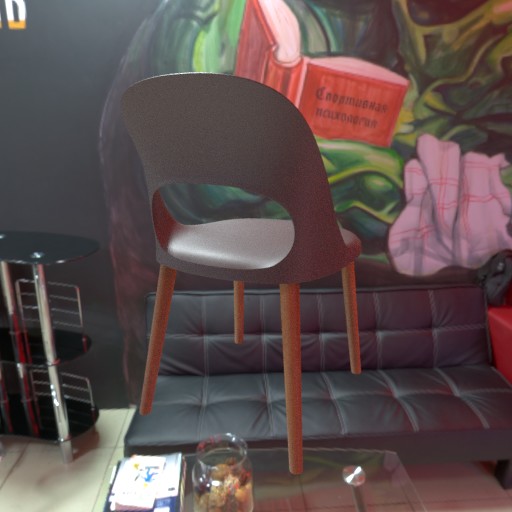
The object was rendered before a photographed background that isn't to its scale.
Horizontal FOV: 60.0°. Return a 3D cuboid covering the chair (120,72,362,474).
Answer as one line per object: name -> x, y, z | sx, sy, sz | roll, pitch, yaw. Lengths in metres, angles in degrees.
chair -> 0.000, 0.000, 1.113 | 0.470, 0.795, 0.556 | 8, 17, 28
